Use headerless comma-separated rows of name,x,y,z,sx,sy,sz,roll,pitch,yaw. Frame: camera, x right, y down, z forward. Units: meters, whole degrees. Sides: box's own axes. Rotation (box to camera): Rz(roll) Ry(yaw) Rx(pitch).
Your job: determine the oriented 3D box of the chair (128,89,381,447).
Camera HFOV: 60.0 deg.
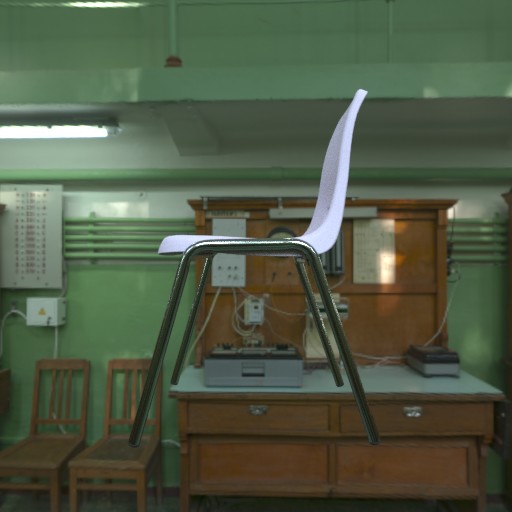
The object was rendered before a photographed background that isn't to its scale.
chair,0.000,0.000,0.938,0.436,0.653,0.381,0,0,0
